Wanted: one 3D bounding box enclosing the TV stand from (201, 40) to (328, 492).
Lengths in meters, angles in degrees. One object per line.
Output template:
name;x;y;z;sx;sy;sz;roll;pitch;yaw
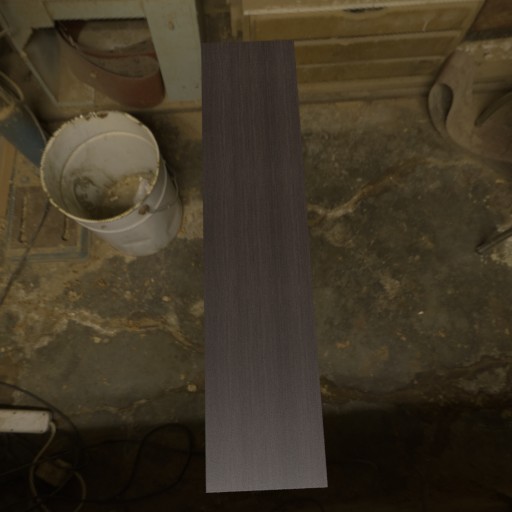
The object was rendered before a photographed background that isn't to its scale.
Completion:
TV stand;0.000;0.000;2.002;0.406;0.610;1.778;-2;75;-1
